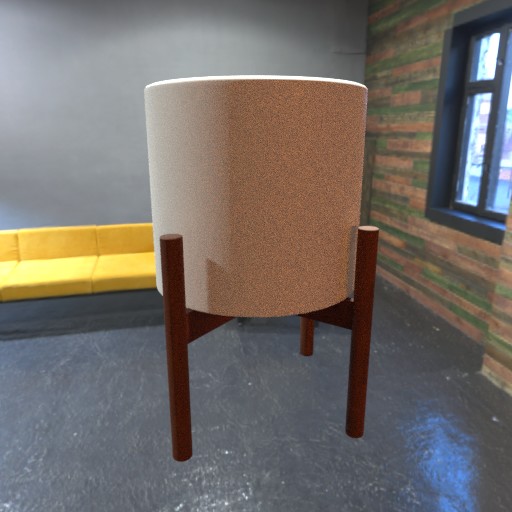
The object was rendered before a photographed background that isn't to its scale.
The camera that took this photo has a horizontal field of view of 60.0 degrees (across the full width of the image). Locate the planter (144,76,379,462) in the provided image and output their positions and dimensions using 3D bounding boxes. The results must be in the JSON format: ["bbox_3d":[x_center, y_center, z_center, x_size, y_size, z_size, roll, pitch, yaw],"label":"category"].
[{"bbox_3d":[0.000,0.000,0.504,0.224,0.358,0.224,-3,16,-10],"label":"planter"}]
